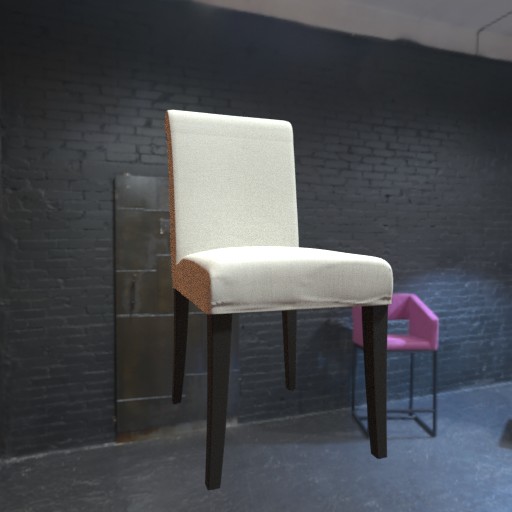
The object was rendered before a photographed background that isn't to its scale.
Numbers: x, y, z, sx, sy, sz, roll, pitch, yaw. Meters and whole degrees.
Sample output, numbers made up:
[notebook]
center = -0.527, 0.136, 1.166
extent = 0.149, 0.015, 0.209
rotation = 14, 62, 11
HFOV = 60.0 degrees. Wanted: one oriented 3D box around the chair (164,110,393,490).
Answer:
[chair]
center = 0.000, 0.000, 1.301
extent = 0.452, 0.976, 0.708
rotation = -1, 2, -19
